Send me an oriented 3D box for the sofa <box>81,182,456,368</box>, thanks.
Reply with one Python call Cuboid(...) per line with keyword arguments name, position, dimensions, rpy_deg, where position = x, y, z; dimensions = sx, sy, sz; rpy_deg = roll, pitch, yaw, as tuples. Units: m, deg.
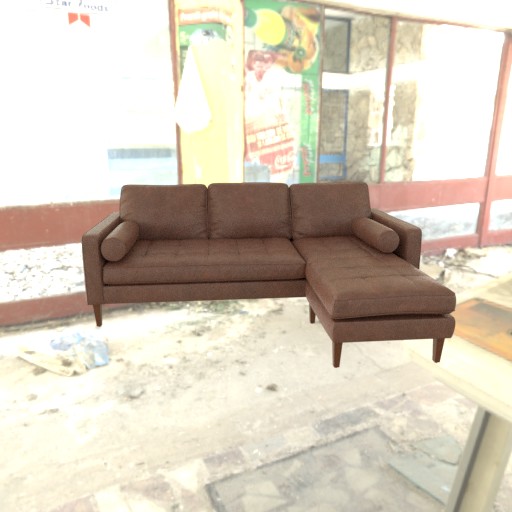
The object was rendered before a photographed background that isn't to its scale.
Cuboid(name="sofa", position=(0.000, 0.000, 2.923), dimensions=(2.185, 0.841, 1.613), rpy_deg=(-1, 15, -5))
